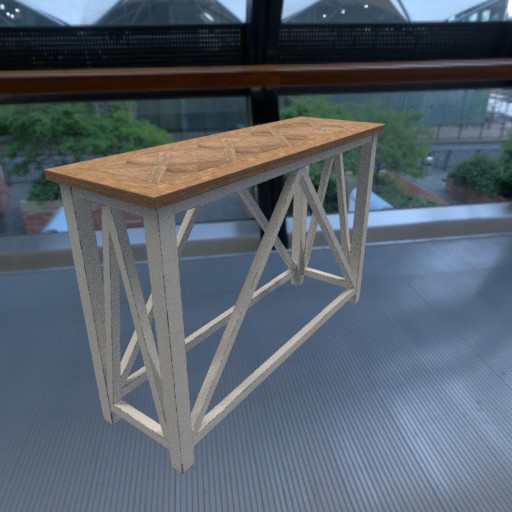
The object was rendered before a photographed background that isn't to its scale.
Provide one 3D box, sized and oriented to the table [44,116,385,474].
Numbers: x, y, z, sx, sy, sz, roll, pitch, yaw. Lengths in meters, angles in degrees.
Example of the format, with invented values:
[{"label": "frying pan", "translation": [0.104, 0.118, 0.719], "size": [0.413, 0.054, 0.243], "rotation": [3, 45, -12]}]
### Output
[{"label": "table", "translation": [0.000, 0.000, 1.827], "size": [0.450, 0.930, 1.400], "rotation": [17, 30, 32]}]
